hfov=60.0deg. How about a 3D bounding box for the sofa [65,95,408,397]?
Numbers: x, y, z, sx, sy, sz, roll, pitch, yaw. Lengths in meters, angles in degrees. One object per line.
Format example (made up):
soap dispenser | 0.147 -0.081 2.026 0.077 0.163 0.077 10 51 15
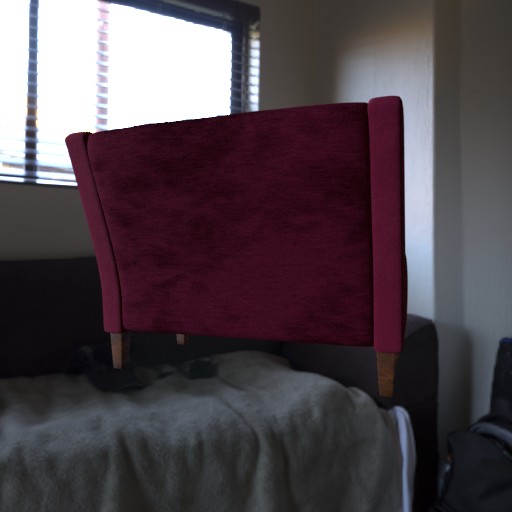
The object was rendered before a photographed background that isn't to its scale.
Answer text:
sofa | 0.000 0.000 1.932 1.242 0.976 0.946 0 0 20
